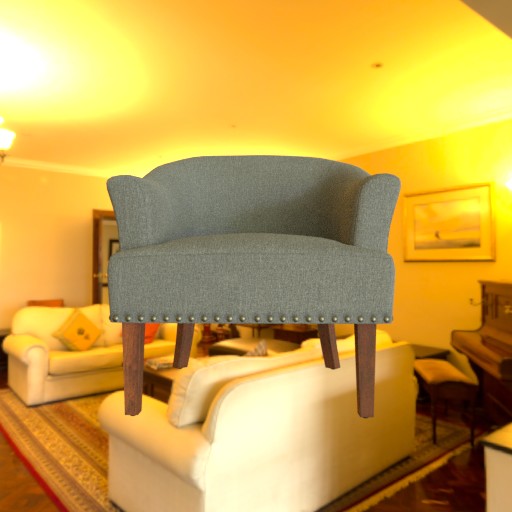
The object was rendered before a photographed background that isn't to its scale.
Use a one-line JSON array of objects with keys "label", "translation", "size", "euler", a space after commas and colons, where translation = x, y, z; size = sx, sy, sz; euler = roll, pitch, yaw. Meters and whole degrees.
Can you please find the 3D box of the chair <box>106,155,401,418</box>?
[{"label": "chair", "translation": [0.000, 0.000, 1.412], "size": [0.798, 0.815, 0.704], "euler": [0, -1, 2]}]
